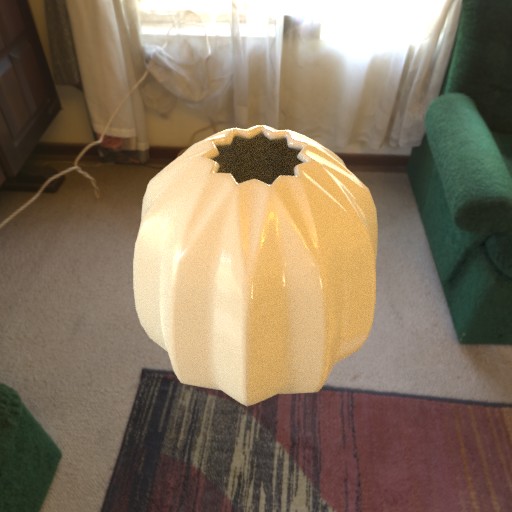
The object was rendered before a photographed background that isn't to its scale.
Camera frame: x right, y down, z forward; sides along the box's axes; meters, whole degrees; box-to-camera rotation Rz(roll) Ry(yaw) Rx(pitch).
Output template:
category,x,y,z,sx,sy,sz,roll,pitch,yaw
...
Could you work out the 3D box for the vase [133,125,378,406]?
category,x,y,z,sx,sy,sz,roll,pitch,yaw
vase,0.000,0.000,0.249,0.139,0.134,0.139,0,45,0
